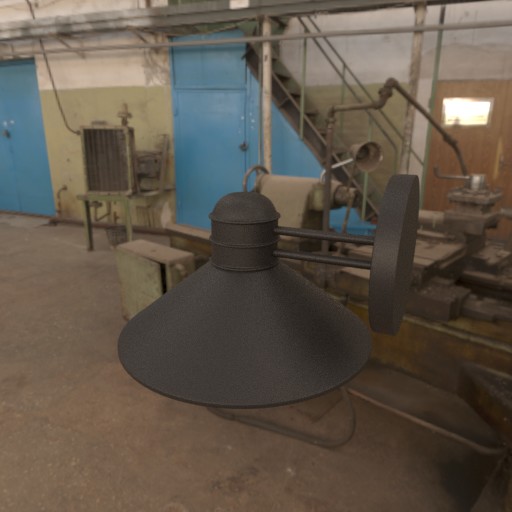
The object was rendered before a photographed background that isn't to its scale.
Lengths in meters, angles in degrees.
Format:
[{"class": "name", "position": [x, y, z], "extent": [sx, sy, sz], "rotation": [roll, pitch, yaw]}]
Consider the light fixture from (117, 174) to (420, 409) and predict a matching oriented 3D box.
[{"class": "light fixture", "position": [0.000, 0.000, 0.670], "extent": [0.434, 0.265, 0.396], "rotation": [8, 19, 24]}]
